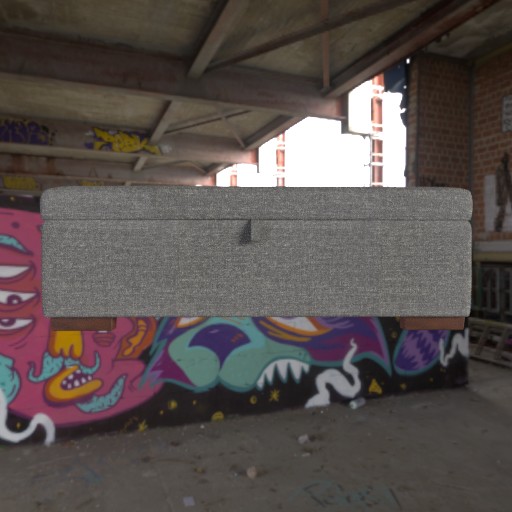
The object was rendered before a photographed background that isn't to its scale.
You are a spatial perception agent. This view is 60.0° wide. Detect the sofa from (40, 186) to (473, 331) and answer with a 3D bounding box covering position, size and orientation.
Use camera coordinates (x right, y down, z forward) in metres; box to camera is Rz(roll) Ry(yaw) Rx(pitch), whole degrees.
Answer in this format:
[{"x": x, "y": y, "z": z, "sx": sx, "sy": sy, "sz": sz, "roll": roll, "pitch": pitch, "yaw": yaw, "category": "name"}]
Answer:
[{"x": 0.000, "y": 0.000, "z": 1.586, "sx": 1.198, "sy": 0.417, "sz": 0.782, "roll": 0, "pitch": 0, "yaw": -1, "category": "sofa"}]
